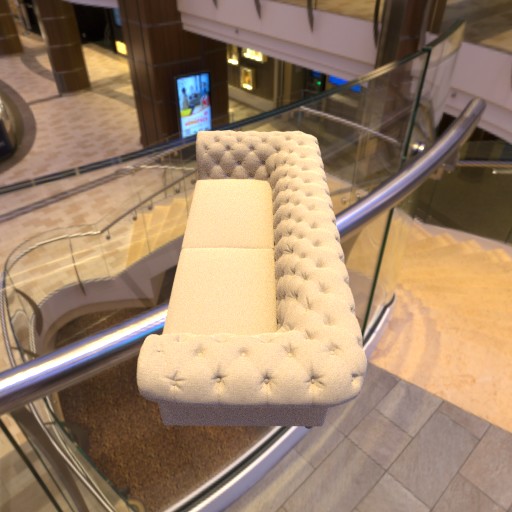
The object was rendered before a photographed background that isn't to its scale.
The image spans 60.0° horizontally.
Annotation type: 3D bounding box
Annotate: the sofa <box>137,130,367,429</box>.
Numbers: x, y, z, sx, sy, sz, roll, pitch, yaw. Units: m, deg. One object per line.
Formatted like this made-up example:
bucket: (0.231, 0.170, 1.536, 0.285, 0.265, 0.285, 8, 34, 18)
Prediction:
sofa: (0.000, 0.000, 3.159, 1.076, 0.847, 2.694, 0, 39, 0)
